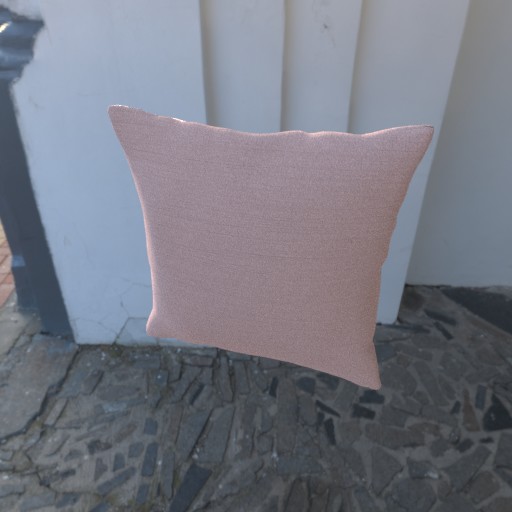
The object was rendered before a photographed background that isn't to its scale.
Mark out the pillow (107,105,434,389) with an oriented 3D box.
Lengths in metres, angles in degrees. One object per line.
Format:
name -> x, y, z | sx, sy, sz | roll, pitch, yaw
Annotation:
pillow -> 0.000, 0.000, 0.734 | 0.470, 0.464, 0.175 | 9, 34, 14
